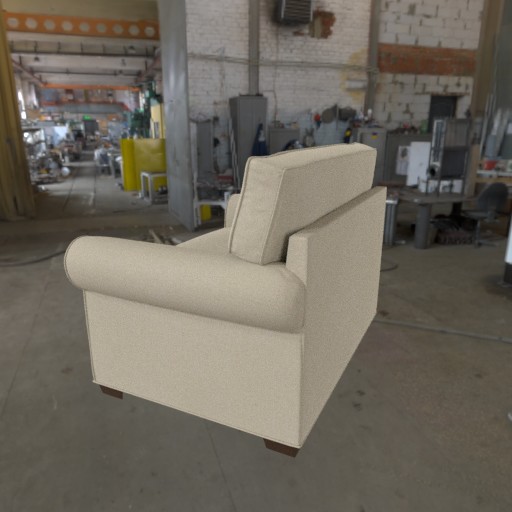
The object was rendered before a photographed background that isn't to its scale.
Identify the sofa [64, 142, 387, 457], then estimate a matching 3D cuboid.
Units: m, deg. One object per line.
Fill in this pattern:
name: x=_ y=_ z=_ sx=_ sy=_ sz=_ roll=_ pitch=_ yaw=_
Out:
sofa: x=0.000 y=0.000 z=2.073 sx=0.937 sy=1.006 sz=1.405 roll=8 pitch=18 yaw=25
